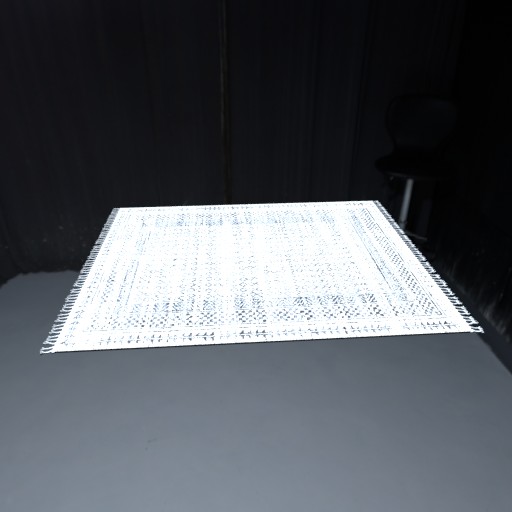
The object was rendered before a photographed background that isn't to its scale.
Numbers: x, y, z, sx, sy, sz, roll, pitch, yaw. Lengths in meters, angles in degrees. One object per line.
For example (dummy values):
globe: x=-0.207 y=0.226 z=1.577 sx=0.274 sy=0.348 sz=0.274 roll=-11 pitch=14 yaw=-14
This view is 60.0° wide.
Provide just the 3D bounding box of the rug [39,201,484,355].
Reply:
rug: x=0.000 y=0.000 z=3.878 sx=2.940 sy=0.013 sz=2.312 roll=-2 pitch=30 yaw=-4
